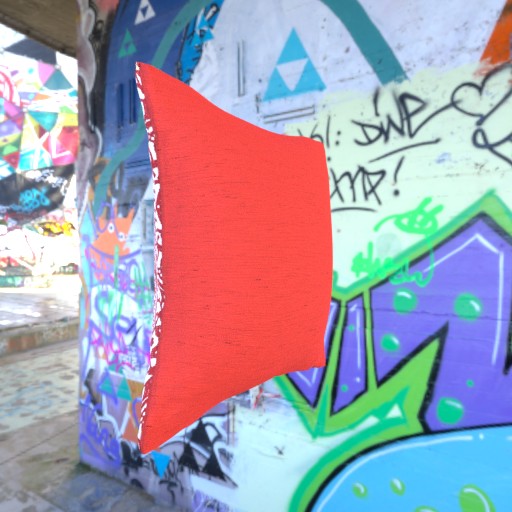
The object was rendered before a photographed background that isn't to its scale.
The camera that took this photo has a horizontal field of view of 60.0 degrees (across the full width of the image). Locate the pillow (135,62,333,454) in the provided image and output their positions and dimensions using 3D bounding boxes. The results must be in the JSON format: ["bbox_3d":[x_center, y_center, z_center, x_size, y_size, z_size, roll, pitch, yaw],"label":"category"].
[{"bbox_3d":[0.000,0.000,0.650,0.162,0.419,0.438,0,1,35],"label":"pillow"}]
